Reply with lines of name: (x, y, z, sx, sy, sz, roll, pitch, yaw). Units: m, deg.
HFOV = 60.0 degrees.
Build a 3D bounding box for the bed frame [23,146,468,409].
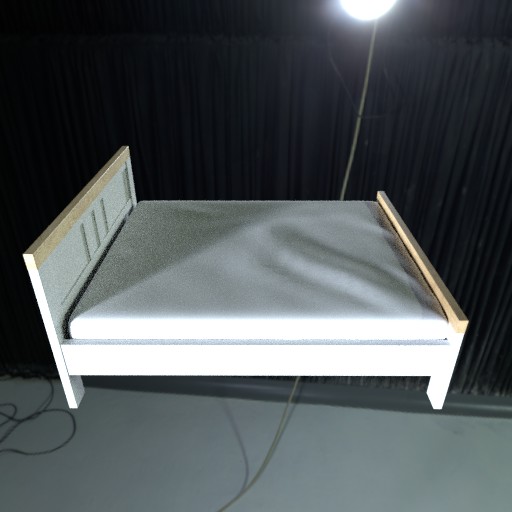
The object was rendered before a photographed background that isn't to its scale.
bed frame: (0.000, 0.000, 2.917, 2.050, 0.980, 1.670, 0, 30, 0)
